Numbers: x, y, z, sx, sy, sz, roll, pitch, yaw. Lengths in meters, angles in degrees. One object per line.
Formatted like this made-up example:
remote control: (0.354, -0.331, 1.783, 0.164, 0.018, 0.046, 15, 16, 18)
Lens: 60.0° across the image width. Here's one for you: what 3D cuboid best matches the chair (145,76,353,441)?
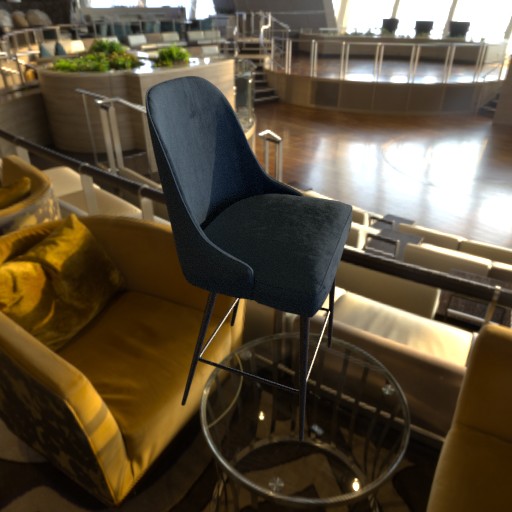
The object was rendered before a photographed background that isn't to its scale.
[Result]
chair: (0.000, 0.000, 1.281, 0.489, 0.927, 0.526, 10, 32, 17)
